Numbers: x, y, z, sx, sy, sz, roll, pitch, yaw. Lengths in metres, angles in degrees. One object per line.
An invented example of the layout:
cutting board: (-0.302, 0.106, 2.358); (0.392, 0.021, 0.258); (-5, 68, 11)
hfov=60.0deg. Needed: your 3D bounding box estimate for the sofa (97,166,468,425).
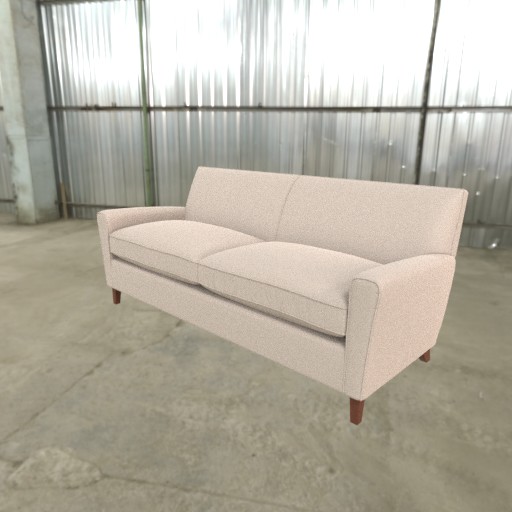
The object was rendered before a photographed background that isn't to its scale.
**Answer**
sofa: (0.000, 0.000, 2.496); (2.000, 0.846, 0.875); (14, 21, 41)
